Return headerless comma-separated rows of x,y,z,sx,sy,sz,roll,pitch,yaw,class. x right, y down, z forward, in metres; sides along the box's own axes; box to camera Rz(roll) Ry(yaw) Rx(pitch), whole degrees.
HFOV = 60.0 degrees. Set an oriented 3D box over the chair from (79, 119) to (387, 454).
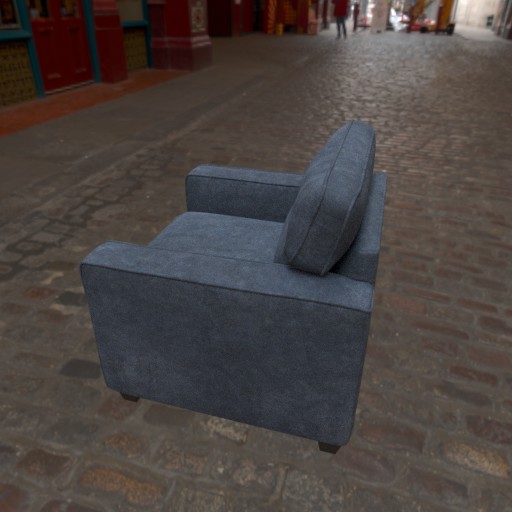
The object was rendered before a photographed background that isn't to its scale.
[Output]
0.000,0.000,1.789,0.939,0.965,1.015,8,31,14,chair
